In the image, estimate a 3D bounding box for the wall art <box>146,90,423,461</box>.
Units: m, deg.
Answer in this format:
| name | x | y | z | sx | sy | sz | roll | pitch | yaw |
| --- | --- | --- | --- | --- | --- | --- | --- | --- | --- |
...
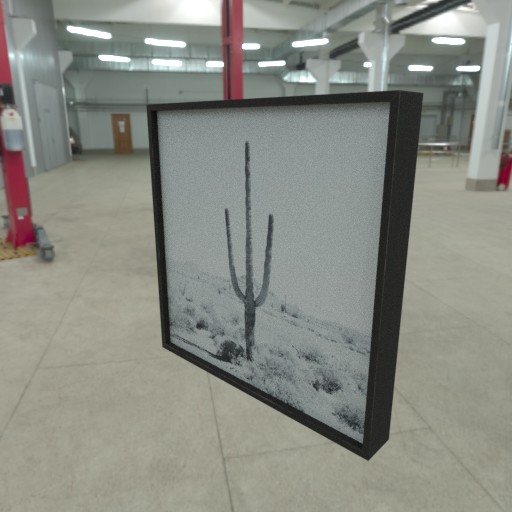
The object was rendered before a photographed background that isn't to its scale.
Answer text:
| name | x | y | z | sx | sy | sz | roll | pitch | yaw |
| --- | --- | --- | --- | --- | --- | --- | --- | --- | --- |
| wall art | 0.000 | 0.000 | 0.458 | 0.305 | 0.305 | 0.038 | 15 | 22 | 41 |
